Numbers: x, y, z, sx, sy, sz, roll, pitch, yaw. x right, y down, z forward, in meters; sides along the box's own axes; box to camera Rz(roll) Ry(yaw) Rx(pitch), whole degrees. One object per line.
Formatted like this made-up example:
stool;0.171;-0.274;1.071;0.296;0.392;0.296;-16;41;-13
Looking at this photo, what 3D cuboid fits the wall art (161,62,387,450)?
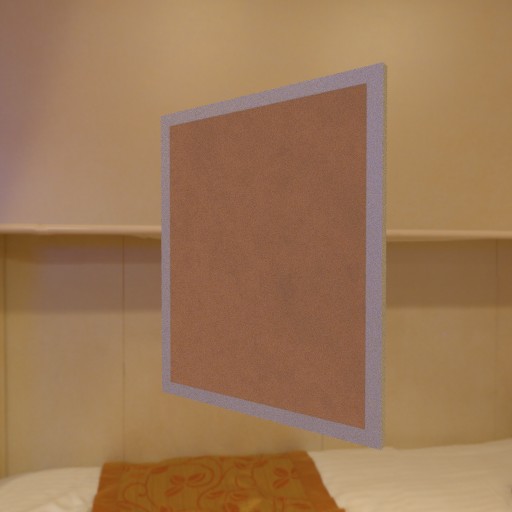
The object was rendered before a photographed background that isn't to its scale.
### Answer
wall art;0.000;0.000;1.127;0.661;0.811;0.026;1;1;35
